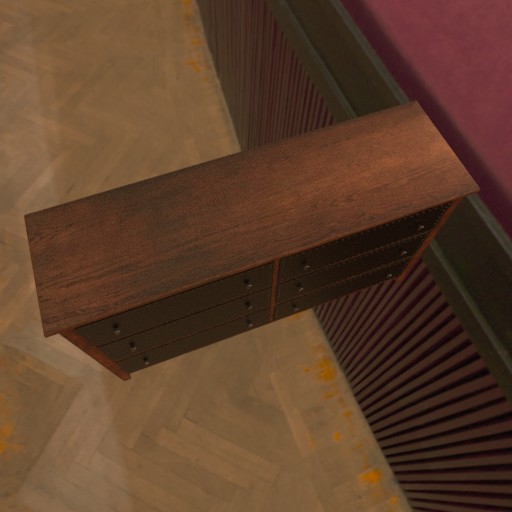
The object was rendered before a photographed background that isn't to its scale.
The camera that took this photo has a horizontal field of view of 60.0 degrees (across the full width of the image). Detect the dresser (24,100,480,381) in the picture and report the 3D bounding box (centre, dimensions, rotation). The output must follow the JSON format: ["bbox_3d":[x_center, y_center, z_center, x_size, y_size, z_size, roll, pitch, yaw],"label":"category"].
[{"bbox_3d":[0.000,0.000,1.942,1.551,0.856,0.463,-18,65,-9],"label":"dresser"}]
